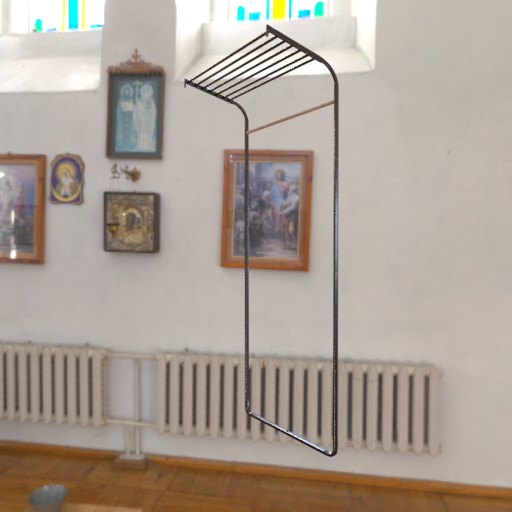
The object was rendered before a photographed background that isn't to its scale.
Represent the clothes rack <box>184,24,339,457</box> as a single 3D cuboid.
[{"bbox_3d":[0.000,0.000,1.852,0.349,1.574,0.609,-1,1,-37],"label":"clothes rack"}]
